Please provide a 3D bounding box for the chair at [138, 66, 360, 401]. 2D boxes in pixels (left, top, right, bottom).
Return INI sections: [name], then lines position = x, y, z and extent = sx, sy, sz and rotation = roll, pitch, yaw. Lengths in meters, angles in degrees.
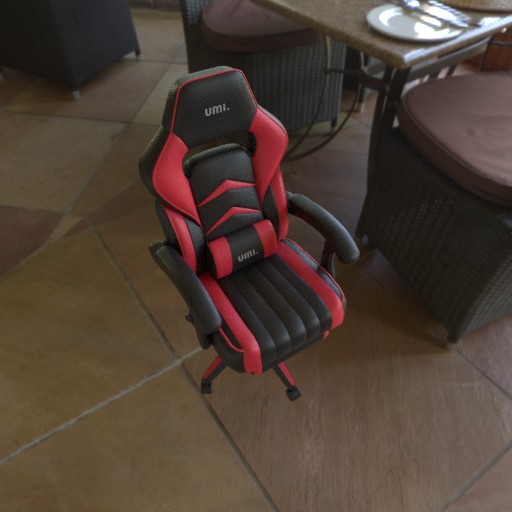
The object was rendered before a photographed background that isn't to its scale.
[chair]
position = 0.000, 0.000, 1.716
extent = 0.700, 1.220, 0.700
rotation = -24, 51, -21
